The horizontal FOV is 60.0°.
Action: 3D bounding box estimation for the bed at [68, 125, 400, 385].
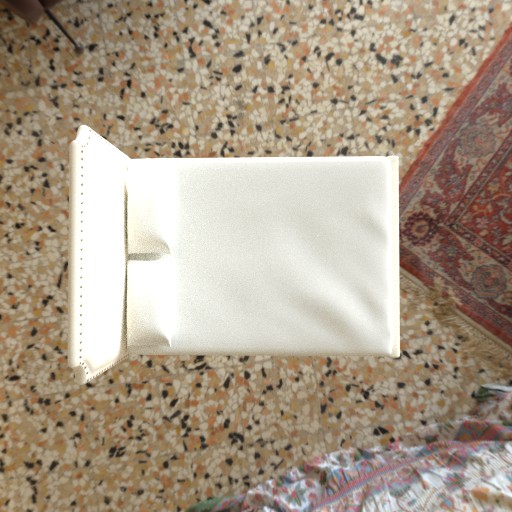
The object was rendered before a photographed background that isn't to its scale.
[{"bbox_3d":[0.000,0.000,3.455,2.365,1.443,1.712,0,89,2],"label":"bed"}]
